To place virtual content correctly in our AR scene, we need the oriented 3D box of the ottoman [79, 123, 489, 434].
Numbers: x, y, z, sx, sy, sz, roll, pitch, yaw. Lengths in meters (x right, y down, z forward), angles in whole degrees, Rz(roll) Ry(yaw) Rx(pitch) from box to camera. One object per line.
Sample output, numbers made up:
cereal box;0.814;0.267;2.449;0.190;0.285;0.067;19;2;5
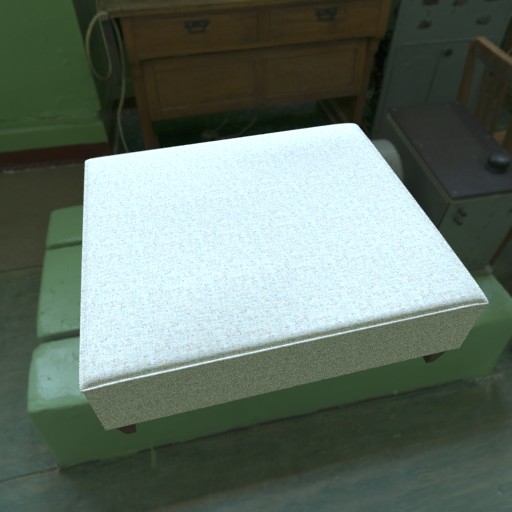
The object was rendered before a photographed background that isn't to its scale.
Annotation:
ottoman;0.000;0.000;1.201;0.835;0.303;0.736;-10;48;-9
